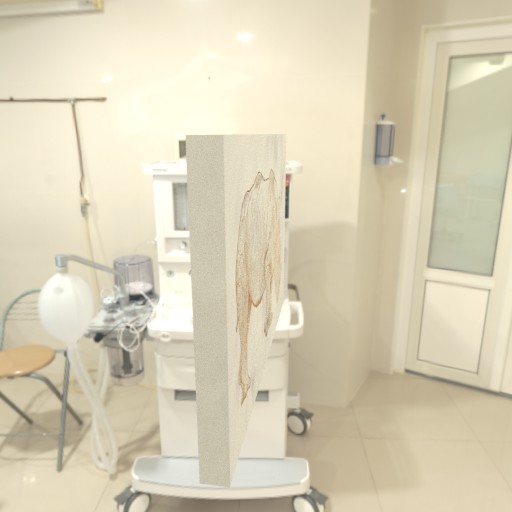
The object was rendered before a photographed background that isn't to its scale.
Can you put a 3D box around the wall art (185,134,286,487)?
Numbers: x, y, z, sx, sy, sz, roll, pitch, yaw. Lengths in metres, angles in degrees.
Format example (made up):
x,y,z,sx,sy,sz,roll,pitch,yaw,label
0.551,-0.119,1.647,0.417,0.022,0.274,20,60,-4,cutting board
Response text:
x,y,z,sx,sy,sz,roll,pitch,yaw,label
0.000,0.000,0.769,0.038,0.407,0.609,3,16,9,wall art
